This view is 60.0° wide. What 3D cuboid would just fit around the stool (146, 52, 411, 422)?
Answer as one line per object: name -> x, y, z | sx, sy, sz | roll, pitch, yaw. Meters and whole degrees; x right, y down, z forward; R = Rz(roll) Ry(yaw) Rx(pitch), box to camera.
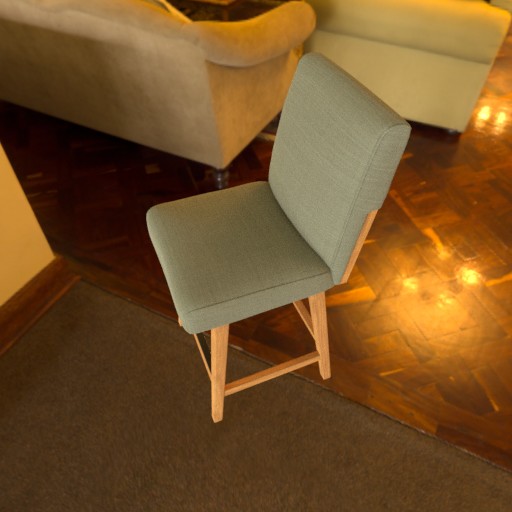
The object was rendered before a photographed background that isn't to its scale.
stool -> 0.000, 0.000, 1.360 | 0.570, 1.019, 0.459 | -17, 49, -15
